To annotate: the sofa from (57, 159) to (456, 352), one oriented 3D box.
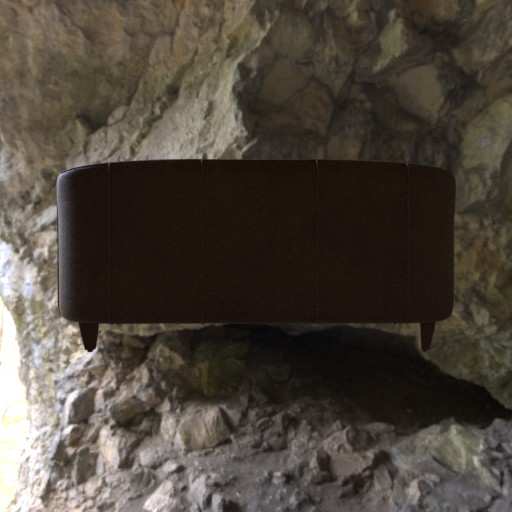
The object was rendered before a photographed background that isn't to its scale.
[{"bbox_3d":[0.000,0.000,2.208,1.767,0.799,0.917,0,1,0],"label":"sofa"}]
